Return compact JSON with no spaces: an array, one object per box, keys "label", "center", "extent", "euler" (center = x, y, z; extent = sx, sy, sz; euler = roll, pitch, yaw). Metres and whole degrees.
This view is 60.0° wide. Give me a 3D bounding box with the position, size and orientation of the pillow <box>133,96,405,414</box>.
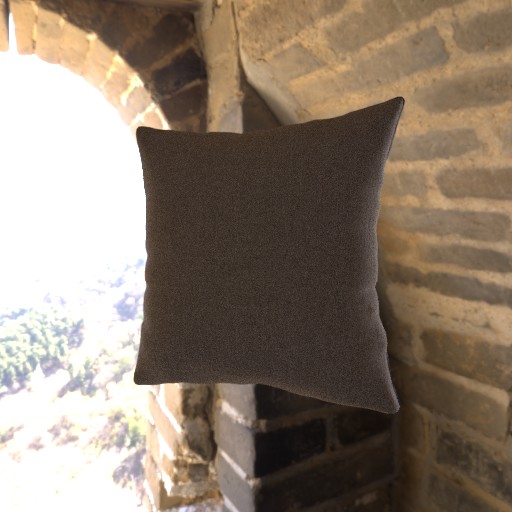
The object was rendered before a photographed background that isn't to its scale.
[{"label":"pillow","center":[0.000,0.000,0.691],"extent":[0.440,0.441,0.147],"euler":[0,0,18]}]
